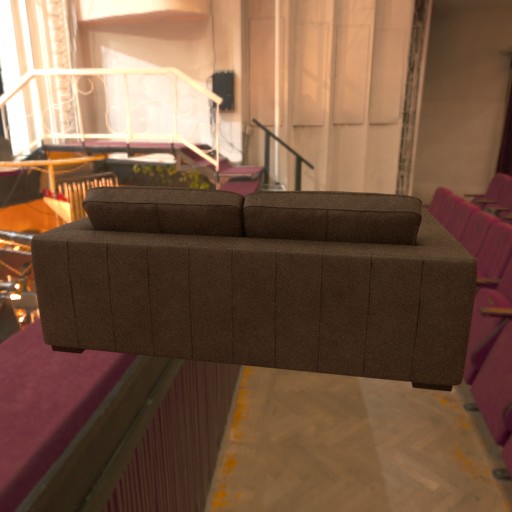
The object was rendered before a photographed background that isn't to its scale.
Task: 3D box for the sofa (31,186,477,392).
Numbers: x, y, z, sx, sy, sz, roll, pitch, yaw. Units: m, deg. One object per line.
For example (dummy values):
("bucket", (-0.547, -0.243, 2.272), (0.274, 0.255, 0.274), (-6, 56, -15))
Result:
("sofa", (0.000, 0.000, 2.370), (1.920, 0.800, 1.070), (3, 17, 10))
